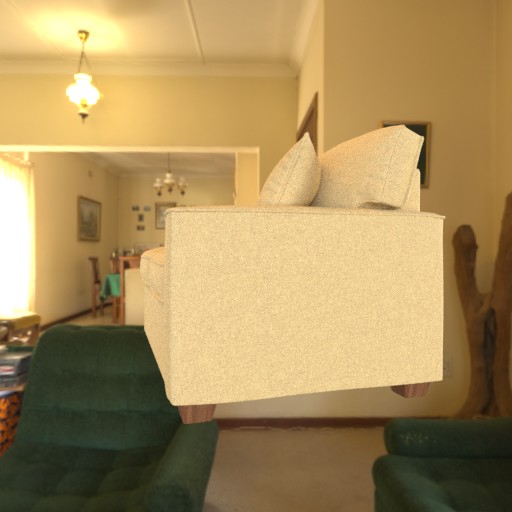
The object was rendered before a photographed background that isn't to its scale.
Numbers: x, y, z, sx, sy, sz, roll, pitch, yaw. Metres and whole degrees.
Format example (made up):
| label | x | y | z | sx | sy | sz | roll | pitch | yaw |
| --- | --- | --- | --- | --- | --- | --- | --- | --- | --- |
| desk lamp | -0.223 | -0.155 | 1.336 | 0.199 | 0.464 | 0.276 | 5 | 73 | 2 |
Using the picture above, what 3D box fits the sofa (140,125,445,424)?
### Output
| label | x | y | z | sx | sy | sz | roll | pitch | yaw |
| --- | --- | --- | --- | --- | --- | --- | --- | --- | --- |
| sofa | 0.000 | 0.000 | 2.070 | 0.991 | 0.989 | 1.388 | 0 | 1 | -18 |
